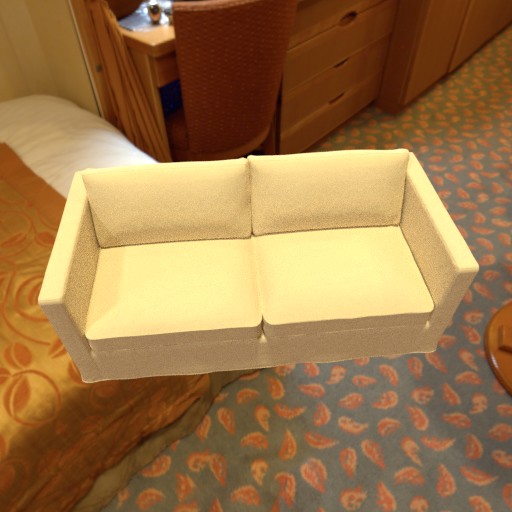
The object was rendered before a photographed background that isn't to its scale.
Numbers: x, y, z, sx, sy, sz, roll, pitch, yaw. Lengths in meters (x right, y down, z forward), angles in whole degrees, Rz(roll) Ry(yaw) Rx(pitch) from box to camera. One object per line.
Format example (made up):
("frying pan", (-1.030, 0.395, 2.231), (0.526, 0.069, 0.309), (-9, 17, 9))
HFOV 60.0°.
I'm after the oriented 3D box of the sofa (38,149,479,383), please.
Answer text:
("sofa", (0.000, 0.000, 2.457), (1.987, 0.870, 0.940), (-4, 48, -4))
